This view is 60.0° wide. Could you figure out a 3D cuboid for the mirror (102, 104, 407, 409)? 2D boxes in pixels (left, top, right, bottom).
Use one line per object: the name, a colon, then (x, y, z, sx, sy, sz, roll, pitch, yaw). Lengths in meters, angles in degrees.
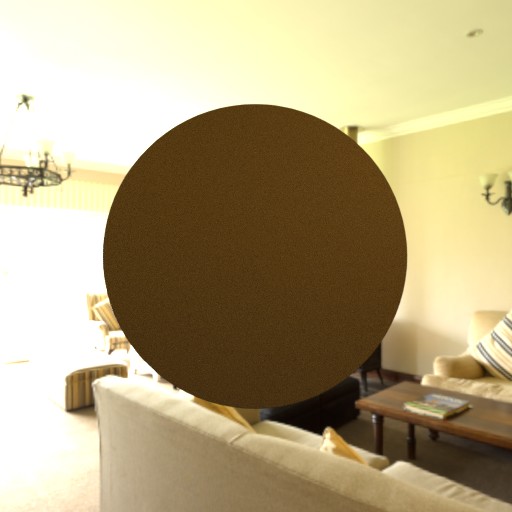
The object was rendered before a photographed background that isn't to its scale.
mirror: (0.000, 0.000, 1.579, 1.077, 1.077, 0.036, 0, 0, -1)
